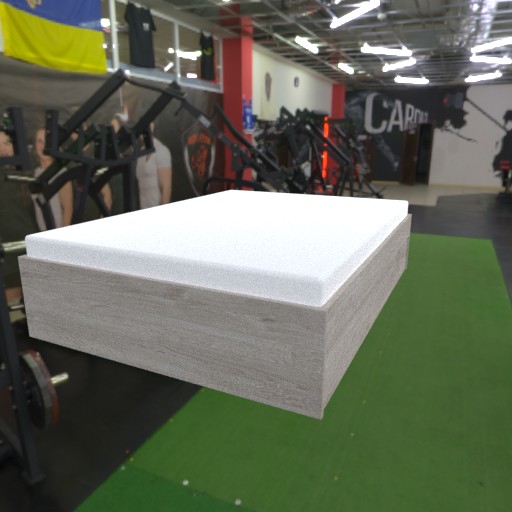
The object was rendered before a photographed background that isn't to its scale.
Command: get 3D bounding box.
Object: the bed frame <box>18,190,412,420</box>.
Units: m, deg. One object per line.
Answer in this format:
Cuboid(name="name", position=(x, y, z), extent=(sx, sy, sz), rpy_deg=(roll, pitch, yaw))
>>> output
Cuboid(name="bed frame", position=(0.000, 0.000, 2.579), extent=(1.448, 0.490, 1.944), rpy_deg=(7, 17, 25))
